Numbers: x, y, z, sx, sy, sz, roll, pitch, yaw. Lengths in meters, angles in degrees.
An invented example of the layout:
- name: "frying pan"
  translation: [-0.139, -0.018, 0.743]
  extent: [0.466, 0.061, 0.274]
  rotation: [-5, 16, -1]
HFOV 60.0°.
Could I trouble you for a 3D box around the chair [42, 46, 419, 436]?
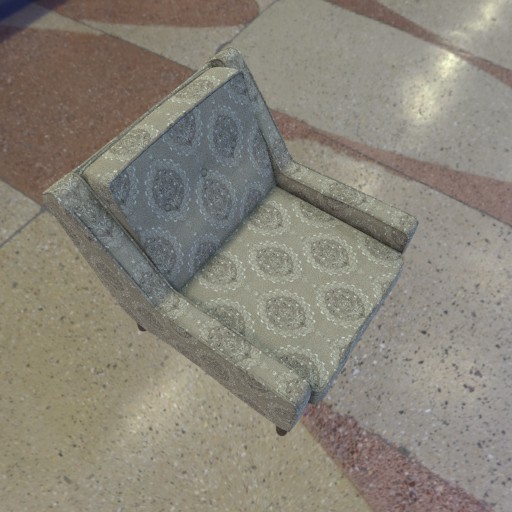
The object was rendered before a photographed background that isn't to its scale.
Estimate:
- name: "chair"
  translation: [0.000, 0.000, 1.305]
  extent: [0.750, 0.797, 0.665]
  rotation: [32, 63, 18]
